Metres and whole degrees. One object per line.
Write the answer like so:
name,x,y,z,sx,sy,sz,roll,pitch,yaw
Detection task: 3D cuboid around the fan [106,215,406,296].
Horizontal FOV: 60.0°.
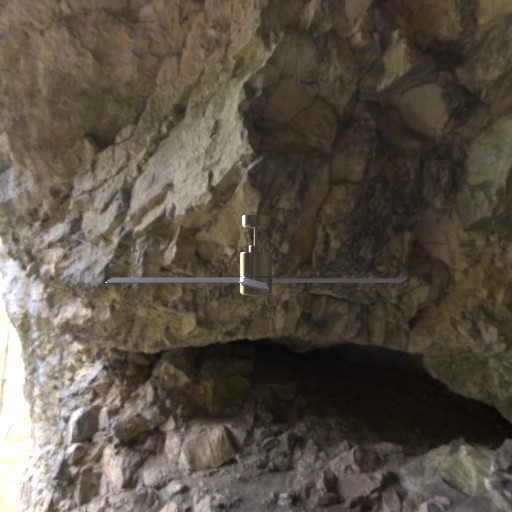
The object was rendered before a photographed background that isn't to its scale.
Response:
fan,0.000,0.000,1.981,1.322,0.355,1.322,0,-1,0
